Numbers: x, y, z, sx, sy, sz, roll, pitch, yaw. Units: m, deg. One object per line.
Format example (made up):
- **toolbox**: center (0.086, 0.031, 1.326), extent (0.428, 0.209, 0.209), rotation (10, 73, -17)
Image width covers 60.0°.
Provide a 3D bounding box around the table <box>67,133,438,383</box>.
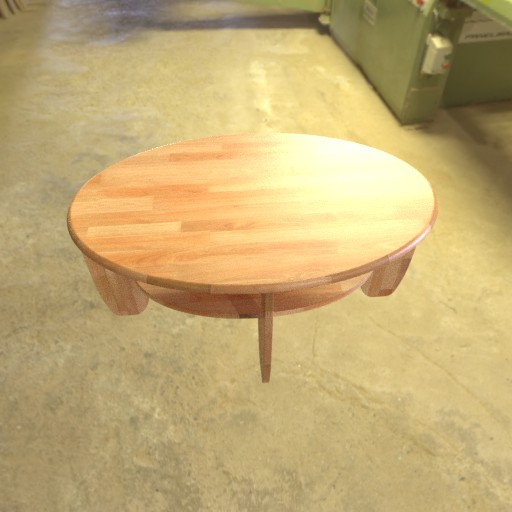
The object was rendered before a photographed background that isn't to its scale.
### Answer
- **table**: center (0.000, 0.000, 1.409), extent (1.040, 0.490, 0.690), rotation (-4, 46, -4)
